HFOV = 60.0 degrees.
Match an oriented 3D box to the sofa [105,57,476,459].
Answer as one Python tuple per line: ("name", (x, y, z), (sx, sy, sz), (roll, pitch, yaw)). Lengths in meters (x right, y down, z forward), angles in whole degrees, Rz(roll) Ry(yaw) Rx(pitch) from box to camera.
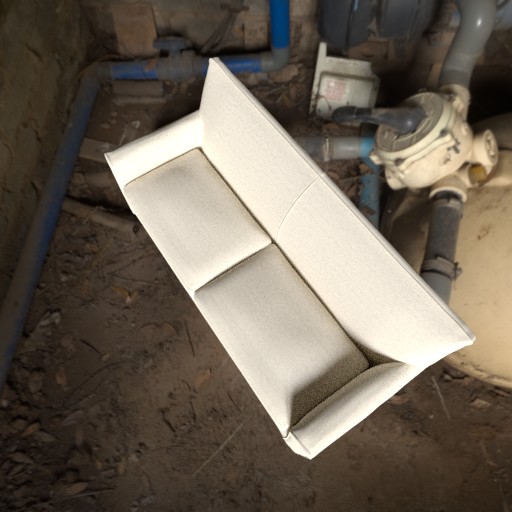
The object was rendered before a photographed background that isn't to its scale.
("sofa", (0.000, 0.000, 2.462), (0.841, 0.907, 2.001), (-32, 68, -14))
